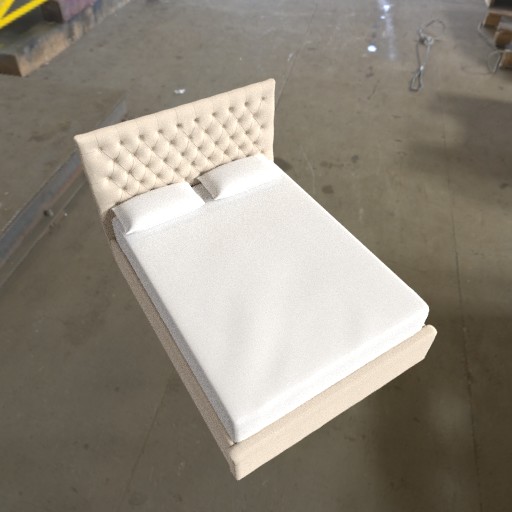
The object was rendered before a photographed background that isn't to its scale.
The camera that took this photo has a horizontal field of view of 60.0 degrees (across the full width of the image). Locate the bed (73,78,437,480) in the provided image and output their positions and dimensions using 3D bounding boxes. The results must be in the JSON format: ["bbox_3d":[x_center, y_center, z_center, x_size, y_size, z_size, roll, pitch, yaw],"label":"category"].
[{"bbox_3d":[0.000,0.000,3.296,1.696,1.426,2.233,-25,52,-21],"label":"bed"}]
